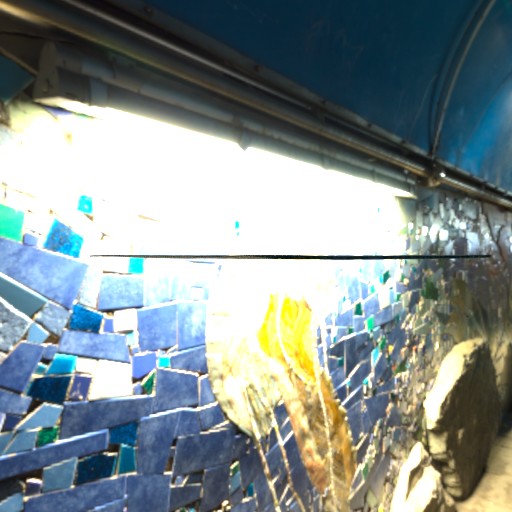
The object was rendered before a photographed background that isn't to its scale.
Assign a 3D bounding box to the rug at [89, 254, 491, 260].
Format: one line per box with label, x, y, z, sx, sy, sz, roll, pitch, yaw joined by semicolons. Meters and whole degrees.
rug;0.000;0.000;2.174;1.136;0.017;1.728;0;0;-36
